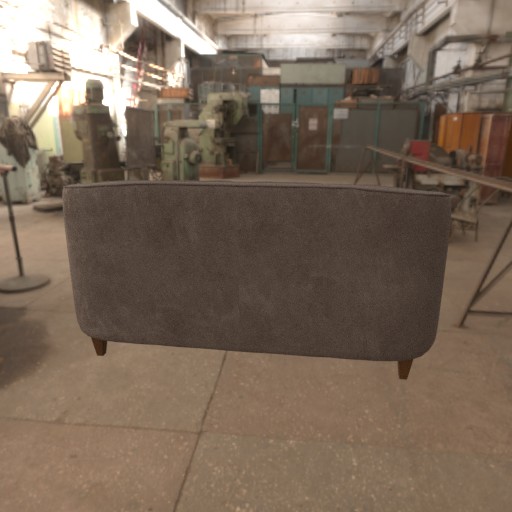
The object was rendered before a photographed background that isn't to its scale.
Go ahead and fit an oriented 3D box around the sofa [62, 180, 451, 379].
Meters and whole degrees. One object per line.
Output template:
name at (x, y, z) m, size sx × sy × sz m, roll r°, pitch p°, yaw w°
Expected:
sofa at (0.000, 0.000, 2.275) m, size 1.733 × 0.855 × 0.941 m, roll 2°, pitch 17°, yaw 8°
